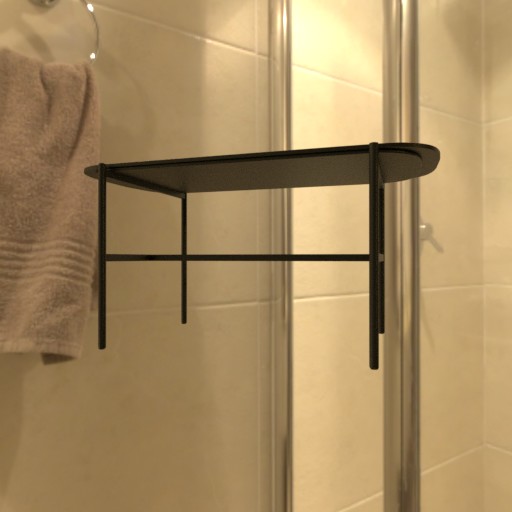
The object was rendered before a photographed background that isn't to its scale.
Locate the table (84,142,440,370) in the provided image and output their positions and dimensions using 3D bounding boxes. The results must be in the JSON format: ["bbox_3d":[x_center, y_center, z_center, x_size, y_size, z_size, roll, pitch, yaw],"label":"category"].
[{"bbox_3d":[0.000,0.000,1.047,0.800,0.400,0.400,0,0,18],"label":"table"}]
